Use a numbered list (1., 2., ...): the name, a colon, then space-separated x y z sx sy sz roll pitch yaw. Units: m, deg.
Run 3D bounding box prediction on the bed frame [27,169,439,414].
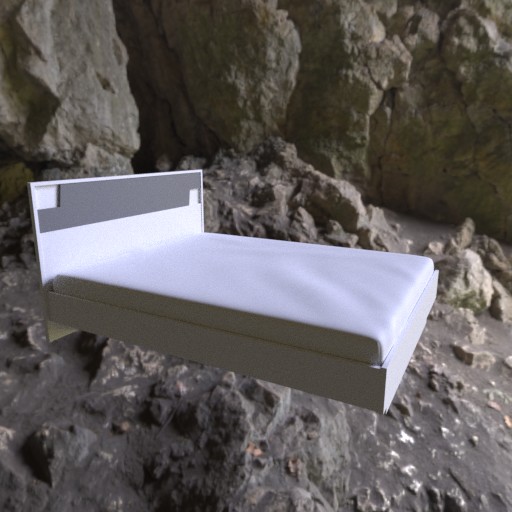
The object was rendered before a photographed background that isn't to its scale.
1. bed frame: 0.000 0.000 2.938 2.100 1.001 1.711 7 16 28
